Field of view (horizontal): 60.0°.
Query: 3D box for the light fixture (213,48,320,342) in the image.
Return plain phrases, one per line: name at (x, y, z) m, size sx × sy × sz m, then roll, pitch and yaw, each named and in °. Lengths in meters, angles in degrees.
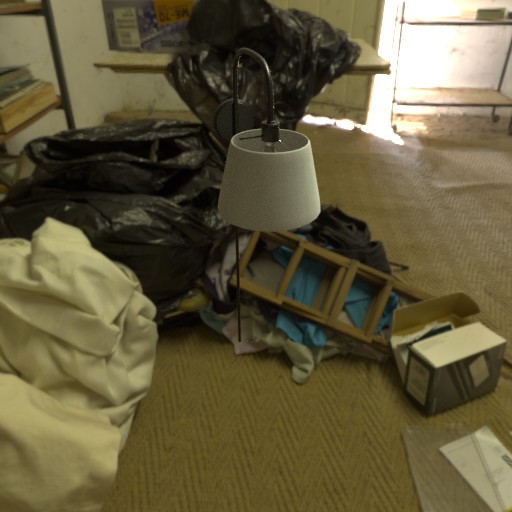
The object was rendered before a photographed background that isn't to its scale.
light fixture at (0.000, 0.000, 0.474) m, size 0.092 × 0.399 × 0.176 m, roll -9°, pitch 33°, yaw -14°
